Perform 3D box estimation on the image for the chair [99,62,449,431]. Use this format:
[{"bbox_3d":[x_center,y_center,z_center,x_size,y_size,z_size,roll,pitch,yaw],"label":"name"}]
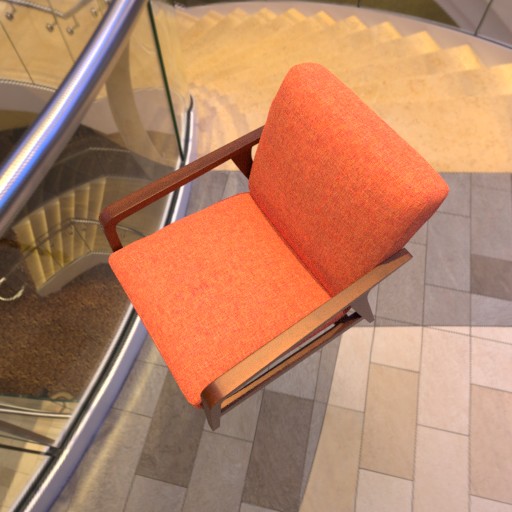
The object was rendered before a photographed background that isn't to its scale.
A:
[{"bbox_3d":[0.000,0.000,1.501,0.860,0.890,0.719,-30,66,-15],"label":"chair"}]
